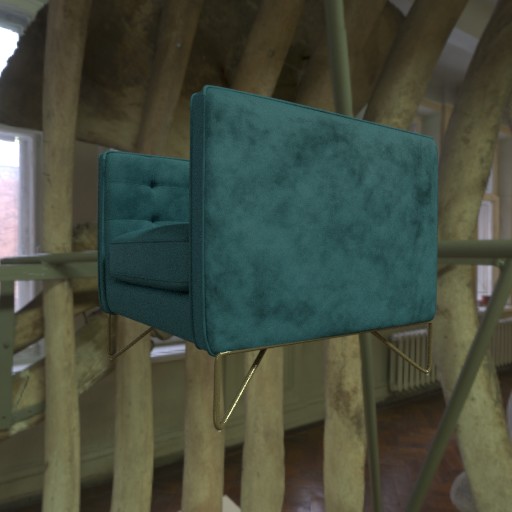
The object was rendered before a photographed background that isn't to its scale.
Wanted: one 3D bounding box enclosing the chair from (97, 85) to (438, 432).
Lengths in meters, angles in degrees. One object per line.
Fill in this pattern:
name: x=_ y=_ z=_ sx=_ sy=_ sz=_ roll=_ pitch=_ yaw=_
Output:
chair: x=0.000 y=0.000 z=1.566 sx=0.894 sy=0.790 sz=0.880 roll=-1 pitch=1 yaw=-35
